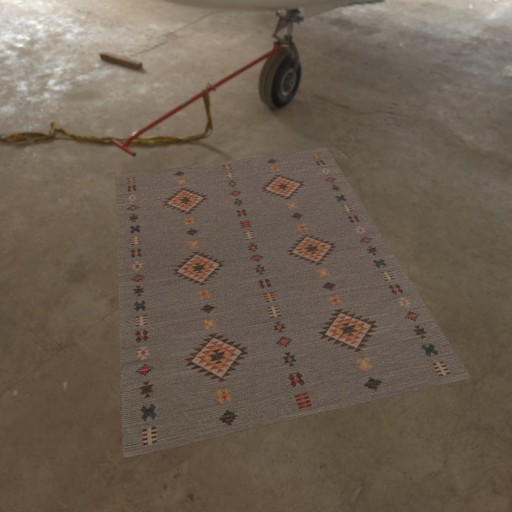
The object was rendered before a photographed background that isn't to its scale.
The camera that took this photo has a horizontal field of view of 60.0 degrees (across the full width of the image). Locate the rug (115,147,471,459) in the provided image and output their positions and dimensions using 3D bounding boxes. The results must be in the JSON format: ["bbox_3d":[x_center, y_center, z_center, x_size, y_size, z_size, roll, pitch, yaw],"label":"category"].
[{"bbox_3d":[0.000,0.000,3.978,2.425,0.008,3.035,-10,47,-9],"label":"rug"}]
